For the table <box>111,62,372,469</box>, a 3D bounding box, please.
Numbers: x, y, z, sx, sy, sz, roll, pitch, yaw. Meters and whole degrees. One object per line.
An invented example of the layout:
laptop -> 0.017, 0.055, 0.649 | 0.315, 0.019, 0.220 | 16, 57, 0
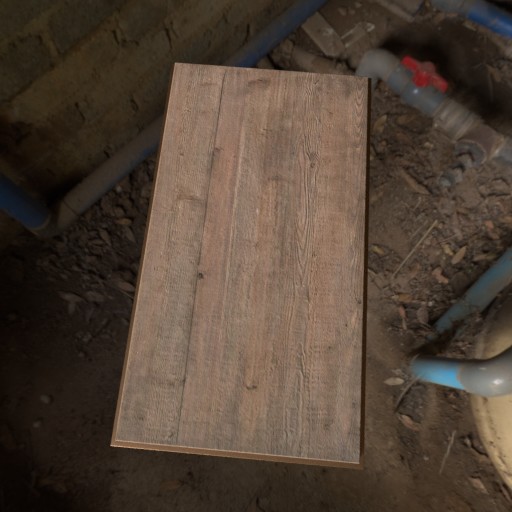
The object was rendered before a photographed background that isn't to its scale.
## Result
table -> 0.000, 0.000, 1.722 | 0.775, 0.468, 1.387 | 5, 75, 1
